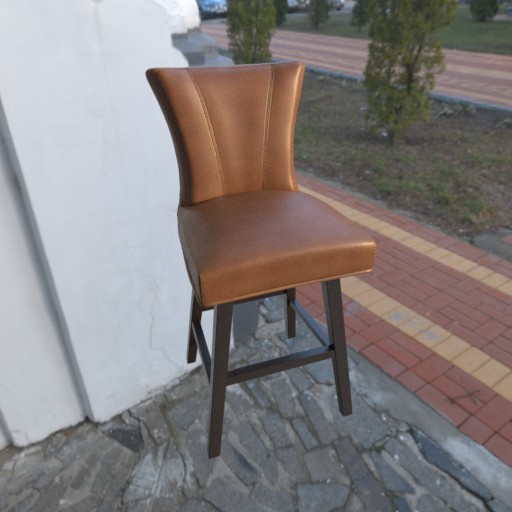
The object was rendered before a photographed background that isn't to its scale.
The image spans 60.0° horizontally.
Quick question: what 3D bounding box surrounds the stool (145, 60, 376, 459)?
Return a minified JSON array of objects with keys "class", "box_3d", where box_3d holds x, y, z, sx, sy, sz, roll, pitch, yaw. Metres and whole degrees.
[{"class":"stool","box_3d":[0.000,0.000,1.435,0.522,1.094,0.585,-11,33,-17]}]
